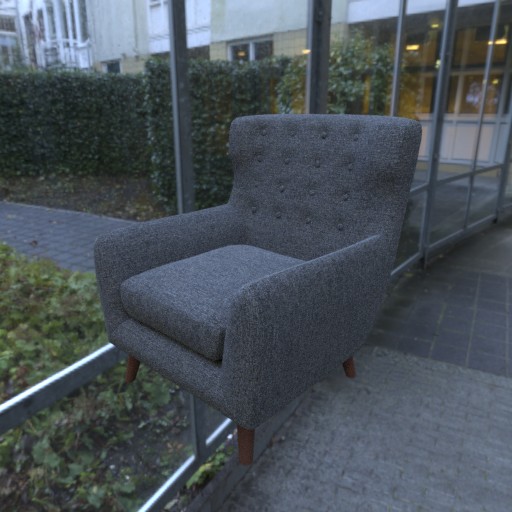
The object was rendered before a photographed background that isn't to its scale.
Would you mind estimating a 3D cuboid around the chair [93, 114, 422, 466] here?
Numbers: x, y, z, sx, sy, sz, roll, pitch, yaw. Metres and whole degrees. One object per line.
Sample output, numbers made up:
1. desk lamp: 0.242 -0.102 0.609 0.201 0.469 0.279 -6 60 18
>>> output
1. chair: 0.000 0.000 1.721 0.889 1.039 0.940 16 24 40
